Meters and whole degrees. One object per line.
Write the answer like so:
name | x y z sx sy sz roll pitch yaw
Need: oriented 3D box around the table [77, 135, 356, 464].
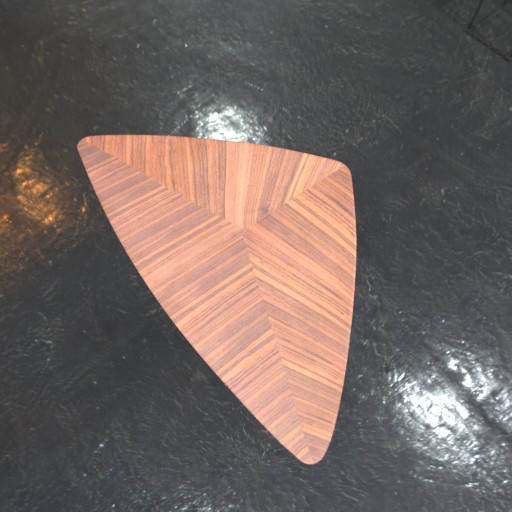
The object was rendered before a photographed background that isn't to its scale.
table | 0.000 0.000 1.268 0.601 0.365 1.008 -34 69 -15
